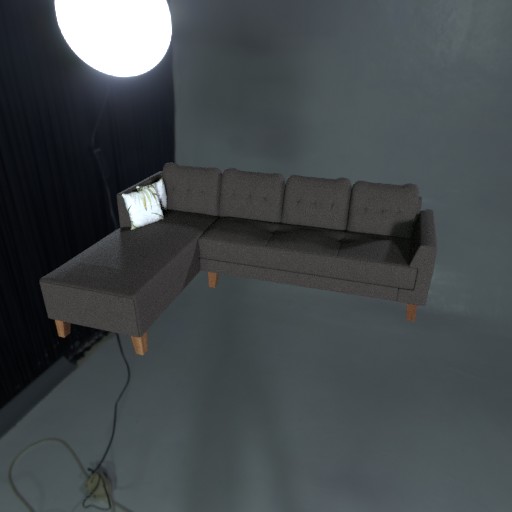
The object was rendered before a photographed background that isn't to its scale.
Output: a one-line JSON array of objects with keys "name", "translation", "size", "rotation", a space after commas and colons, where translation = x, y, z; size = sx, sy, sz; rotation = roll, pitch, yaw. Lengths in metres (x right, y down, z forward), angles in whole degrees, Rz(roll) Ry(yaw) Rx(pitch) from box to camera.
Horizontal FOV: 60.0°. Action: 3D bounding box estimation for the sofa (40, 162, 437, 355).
[{"name": "sofa", "translation": [0.000, 0.000, 3.552], "size": [2.679, 0.932, 1.829], "rotation": [8, 28, 16]}]
